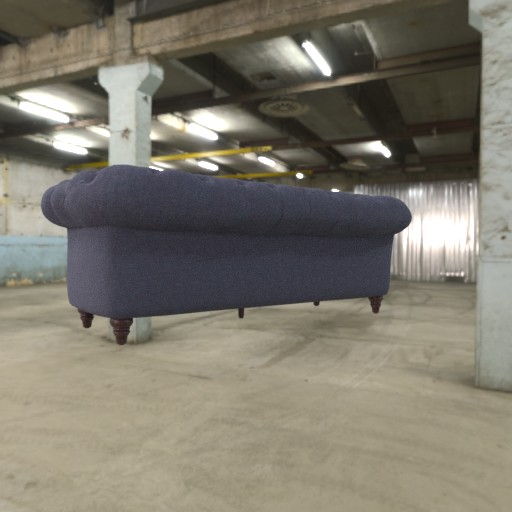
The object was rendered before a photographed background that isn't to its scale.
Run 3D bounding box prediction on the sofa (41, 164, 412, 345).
[{"bbox_3d":[0.000,0.000,2.795,2.335,0.836,1.046,0,0,-36],"label":"sofa"}]
